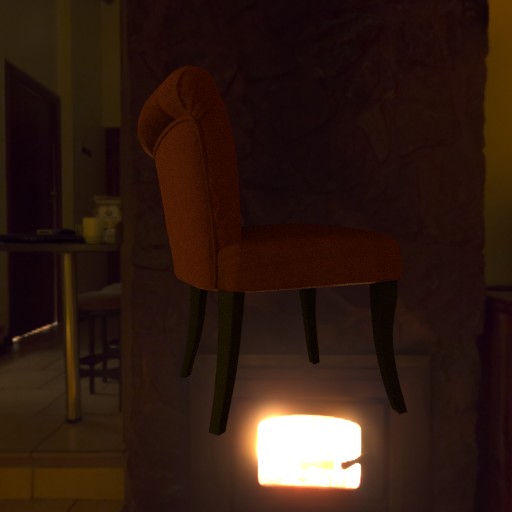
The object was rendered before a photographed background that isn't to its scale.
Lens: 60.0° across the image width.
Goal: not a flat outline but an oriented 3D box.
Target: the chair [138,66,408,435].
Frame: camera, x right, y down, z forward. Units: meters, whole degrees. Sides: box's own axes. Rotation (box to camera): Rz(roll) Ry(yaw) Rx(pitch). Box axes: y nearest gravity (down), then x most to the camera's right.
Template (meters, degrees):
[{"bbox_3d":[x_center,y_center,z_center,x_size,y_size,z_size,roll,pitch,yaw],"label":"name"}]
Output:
[{"bbox_3d":[0.000,0.000,1.184,0.605,0.750,0.582,0,1,-18],"label":"chair"}]
